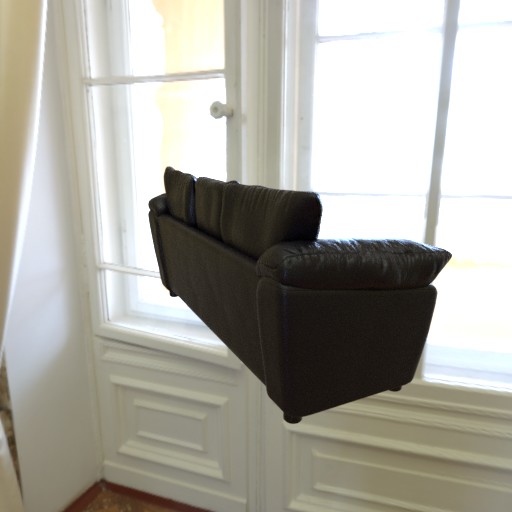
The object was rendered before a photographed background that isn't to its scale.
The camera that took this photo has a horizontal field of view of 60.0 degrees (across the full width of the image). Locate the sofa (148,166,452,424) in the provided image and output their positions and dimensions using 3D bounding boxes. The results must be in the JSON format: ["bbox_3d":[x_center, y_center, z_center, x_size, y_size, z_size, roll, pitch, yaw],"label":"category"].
[{"bbox_3d":[0.000,0.000,2.888,0.880,1.073,2.336,-7,16,-26],"label":"sofa"}]
